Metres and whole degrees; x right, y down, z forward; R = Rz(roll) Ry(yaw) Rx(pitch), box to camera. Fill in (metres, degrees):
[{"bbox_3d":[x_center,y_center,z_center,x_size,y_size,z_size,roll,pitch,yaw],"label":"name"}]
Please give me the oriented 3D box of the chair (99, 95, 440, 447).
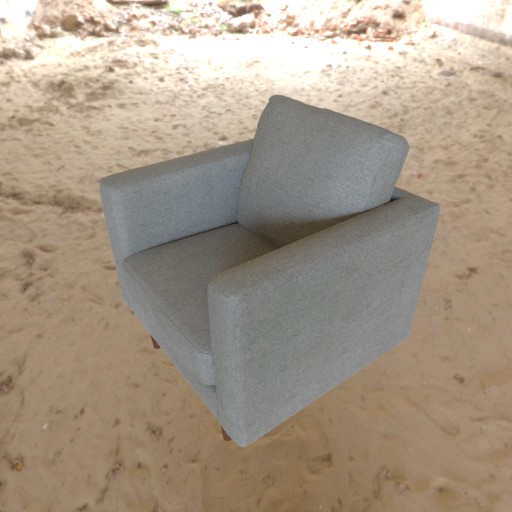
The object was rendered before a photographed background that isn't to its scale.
[{"bbox_3d":[0.000,0.000,1.552,0.800,0.927,0.855,-22,39,-30],"label":"chair"}]
